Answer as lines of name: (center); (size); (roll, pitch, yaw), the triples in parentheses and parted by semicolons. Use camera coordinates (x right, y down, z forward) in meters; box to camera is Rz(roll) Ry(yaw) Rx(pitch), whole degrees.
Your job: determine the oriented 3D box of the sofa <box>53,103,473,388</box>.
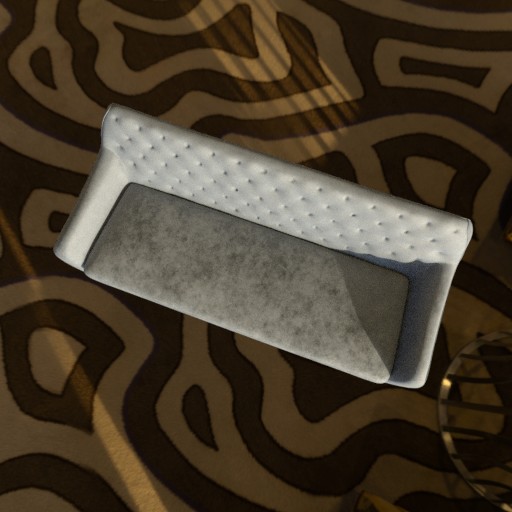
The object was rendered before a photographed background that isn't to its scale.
sofa: (0.000, 0.000, 2.410); (1.975, 0.832, 0.841); (19, 76, 5)
